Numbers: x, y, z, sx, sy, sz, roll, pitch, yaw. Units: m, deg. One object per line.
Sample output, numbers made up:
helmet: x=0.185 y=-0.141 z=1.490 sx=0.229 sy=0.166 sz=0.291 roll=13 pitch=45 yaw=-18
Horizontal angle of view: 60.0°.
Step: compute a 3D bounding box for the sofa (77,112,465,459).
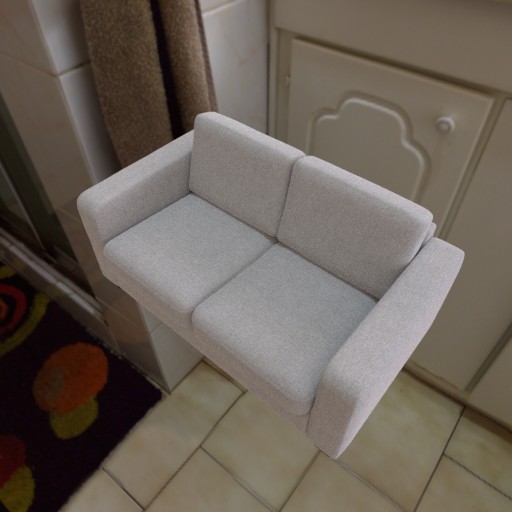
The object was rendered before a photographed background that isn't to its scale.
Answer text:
sofa: x=0.000 y=0.000 z=2.052 sx=1.540 sy=0.800 sz=0.900 roll=32 pitch=54 yaw=26
